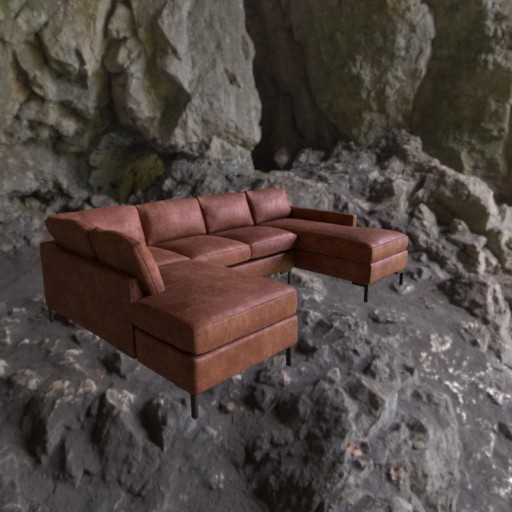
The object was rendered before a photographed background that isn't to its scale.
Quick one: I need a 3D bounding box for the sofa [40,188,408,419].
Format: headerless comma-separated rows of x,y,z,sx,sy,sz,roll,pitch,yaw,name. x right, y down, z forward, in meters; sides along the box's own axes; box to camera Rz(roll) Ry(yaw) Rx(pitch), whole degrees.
0.000,0.000,3.867,1.939,0.900,2.956,14,20,42,sofa
